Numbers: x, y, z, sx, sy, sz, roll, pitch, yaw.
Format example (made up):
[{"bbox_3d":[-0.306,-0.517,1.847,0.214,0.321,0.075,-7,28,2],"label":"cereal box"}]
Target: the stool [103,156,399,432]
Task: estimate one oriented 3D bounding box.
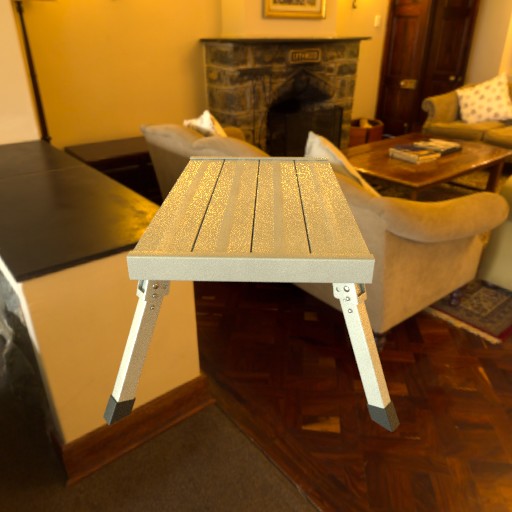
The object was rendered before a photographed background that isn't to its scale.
[{"bbox_3d":[0.000,0.000,0.753,0.385,0.225,0.535,1,27,2],"label":"stool"}]
